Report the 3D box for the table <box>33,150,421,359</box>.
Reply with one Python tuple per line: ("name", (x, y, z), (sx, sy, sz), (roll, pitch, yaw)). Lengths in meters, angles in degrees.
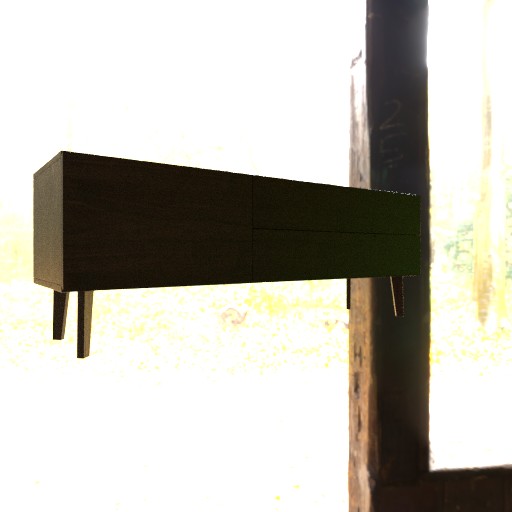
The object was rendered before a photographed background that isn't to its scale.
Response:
("table", (0.000, 0.000, 1.606), (1.397, 0.508, 0.405), (0, 0, -36))
